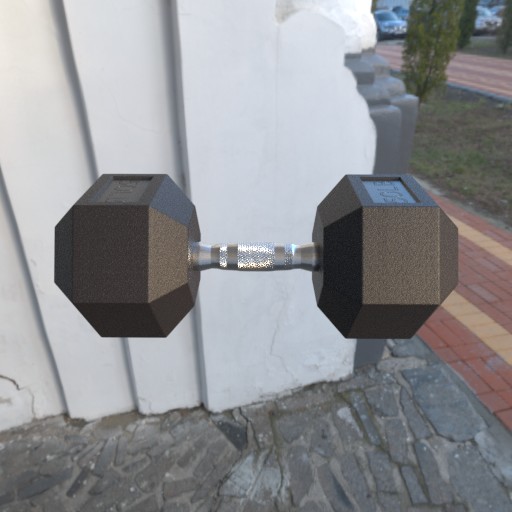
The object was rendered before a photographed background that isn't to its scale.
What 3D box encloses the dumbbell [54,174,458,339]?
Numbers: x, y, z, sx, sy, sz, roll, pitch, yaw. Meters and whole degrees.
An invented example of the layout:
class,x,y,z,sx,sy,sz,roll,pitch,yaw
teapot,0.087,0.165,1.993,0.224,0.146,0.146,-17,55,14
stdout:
class,x,y,z,sx,sy,sz,roll,pitch,yaw
dumbbell,0.000,0.000,0.466,0.384,0.150,0.173,0,29,0
